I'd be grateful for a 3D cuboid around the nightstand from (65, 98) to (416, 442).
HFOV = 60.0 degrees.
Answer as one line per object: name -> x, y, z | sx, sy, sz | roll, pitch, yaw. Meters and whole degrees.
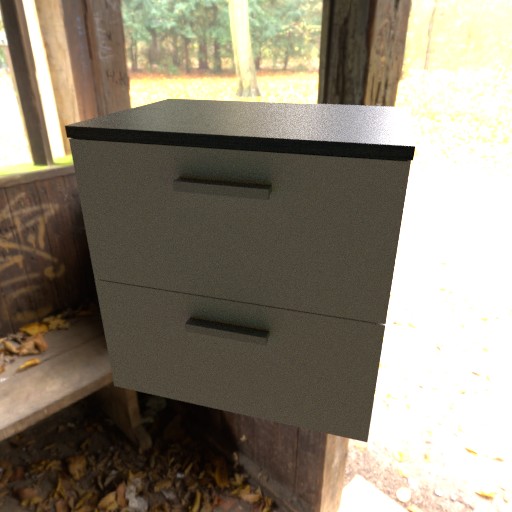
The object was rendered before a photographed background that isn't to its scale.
nightstand -> 0.000, 0.000, 0.757 | 0.441, 0.460, 0.325 | 7, 27, 15
